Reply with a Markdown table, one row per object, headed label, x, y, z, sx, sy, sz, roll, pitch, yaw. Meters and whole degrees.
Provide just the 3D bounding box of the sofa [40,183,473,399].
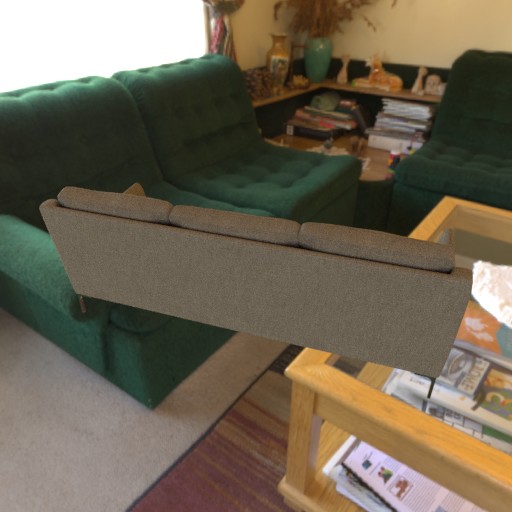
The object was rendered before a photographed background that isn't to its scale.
| label | x | y | z | sx | sy | sz | roll | pitch | yaw |
| --- | --- | --- | --- | --- | --- | --- | --- | --- | --- |
| sofa | 0.000 | 0.000 | 2.461 | 2.060 | 0.837 | 0.849 | 10 | 33 | 16 |
